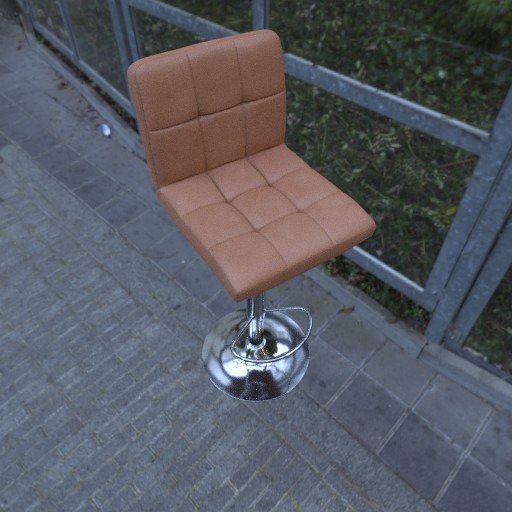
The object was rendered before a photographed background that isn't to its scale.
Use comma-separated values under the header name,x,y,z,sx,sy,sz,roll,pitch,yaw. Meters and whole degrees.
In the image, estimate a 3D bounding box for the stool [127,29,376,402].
name,x,y,z,sx,sy,sz,roll,pitch,yaw
stool,0.000,0.000,1.356,0.430,1.115,0.505,-25,52,-21
